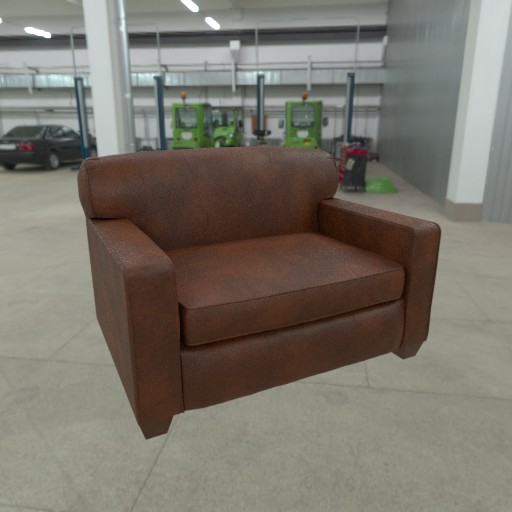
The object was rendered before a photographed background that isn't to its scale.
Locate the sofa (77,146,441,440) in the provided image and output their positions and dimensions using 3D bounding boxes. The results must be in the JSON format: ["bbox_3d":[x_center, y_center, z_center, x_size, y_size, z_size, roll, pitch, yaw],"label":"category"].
[{"bbox_3d":[0.000,0.000,2.082,1.413,0.956,1.000,-8,19,-26],"label":"sofa"}]
